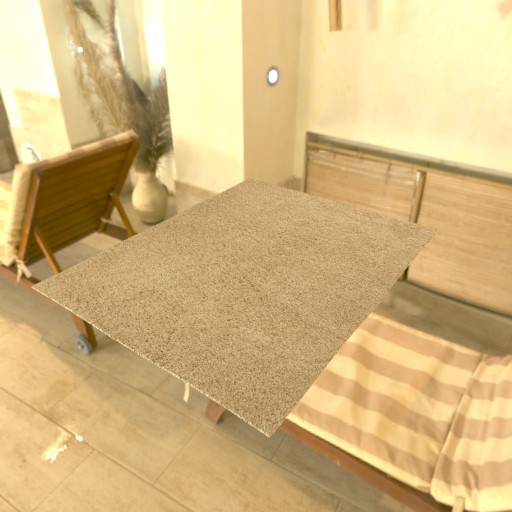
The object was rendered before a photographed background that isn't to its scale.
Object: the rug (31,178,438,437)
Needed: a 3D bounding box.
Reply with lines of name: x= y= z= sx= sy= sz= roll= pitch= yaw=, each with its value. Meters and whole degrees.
rug: x=0.000 y=0.000 z=4.088 sx=2.400 sy=0.025 sz=3.000 roll=21 pitch=37 yaw=30
